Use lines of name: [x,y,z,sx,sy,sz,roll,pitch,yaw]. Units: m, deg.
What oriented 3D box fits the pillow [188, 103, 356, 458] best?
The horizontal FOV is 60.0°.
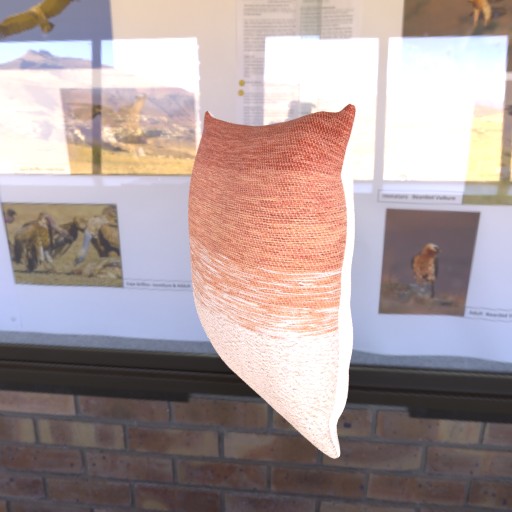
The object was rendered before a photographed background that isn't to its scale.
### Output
pillow: [0.000,0.000,0.686,0.182,0.441,0.440,-8,18,-25]
